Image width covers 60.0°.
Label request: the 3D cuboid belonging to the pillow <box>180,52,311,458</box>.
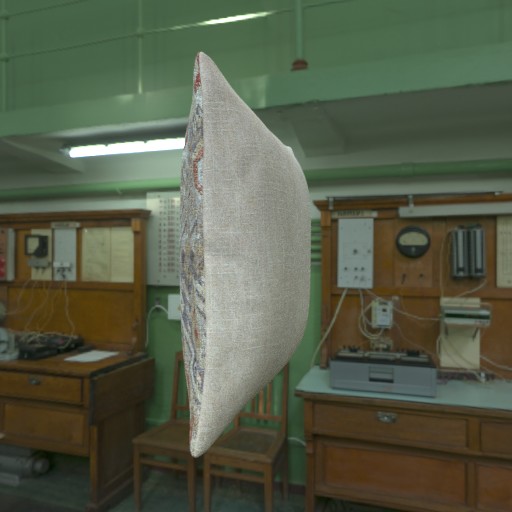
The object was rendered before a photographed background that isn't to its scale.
[{"bbox_3d":[0.000,0.000,0.797,0.166,0.506,0.523,0,0,17],"label":"pillow"}]
